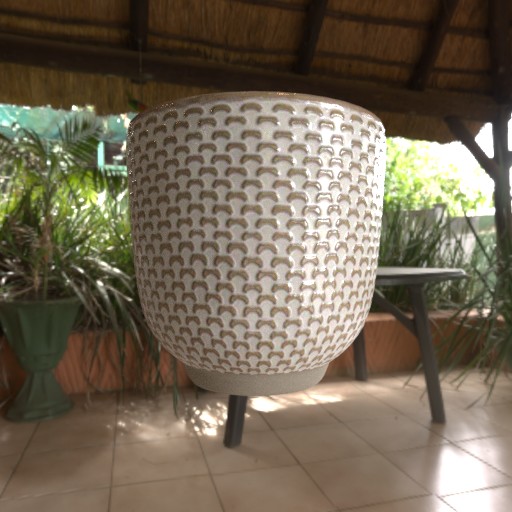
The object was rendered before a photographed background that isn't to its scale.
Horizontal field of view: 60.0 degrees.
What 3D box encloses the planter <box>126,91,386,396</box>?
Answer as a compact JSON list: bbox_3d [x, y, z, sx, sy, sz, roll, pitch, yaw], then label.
[{"bbox_3d":[0.000,0.000,0.350,0.197,0.191,0.197,0,0,0],"label":"planter"}]
